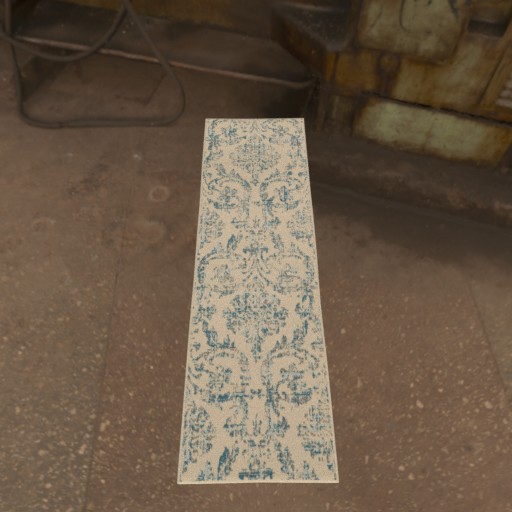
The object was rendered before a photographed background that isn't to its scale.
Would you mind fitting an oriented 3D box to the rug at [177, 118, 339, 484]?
[{"bbox_3d":[0.000,0.000,2.396,0.662,0.011,2.196,0,58,0],"label":"rug"}]
